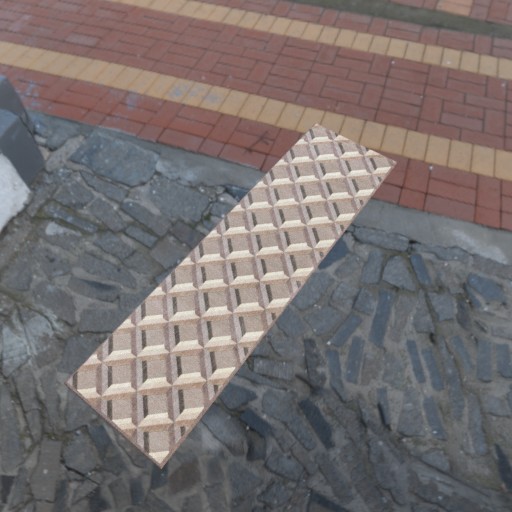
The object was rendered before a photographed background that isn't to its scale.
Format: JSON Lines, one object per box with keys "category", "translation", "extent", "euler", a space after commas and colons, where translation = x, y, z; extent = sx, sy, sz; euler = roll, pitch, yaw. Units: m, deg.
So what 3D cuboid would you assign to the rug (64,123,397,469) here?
{"category": "rug", "translation": [0.000, 0.000, 2.709], "extent": [0.685, 0.013, 2.437], "euler": [32, 63, 18]}
